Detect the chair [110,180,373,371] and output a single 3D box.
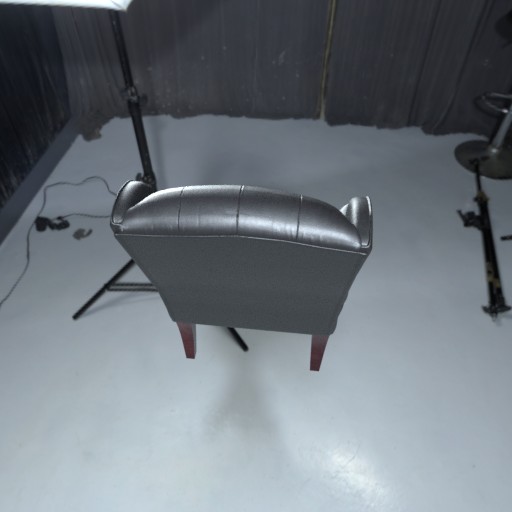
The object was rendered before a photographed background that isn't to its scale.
[{"bbox_3d":[0.000,0.000,1.734,0.831,1.133,0.822,5,47,4],"label":"chair"}]
